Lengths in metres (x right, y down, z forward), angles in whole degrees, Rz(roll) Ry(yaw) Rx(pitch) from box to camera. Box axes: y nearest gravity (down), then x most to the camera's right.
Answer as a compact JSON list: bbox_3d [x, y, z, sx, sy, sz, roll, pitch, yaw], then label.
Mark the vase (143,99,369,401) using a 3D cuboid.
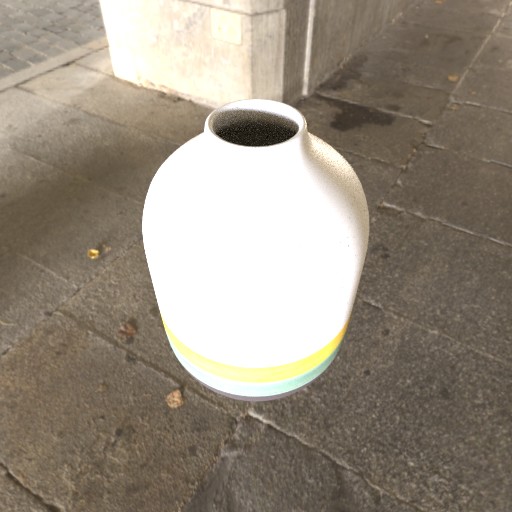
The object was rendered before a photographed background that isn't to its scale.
[{"bbox_3d":[0.000,0.000,0.363,0.169,0.240,0.169,0,46,0],"label":"vase"}]
